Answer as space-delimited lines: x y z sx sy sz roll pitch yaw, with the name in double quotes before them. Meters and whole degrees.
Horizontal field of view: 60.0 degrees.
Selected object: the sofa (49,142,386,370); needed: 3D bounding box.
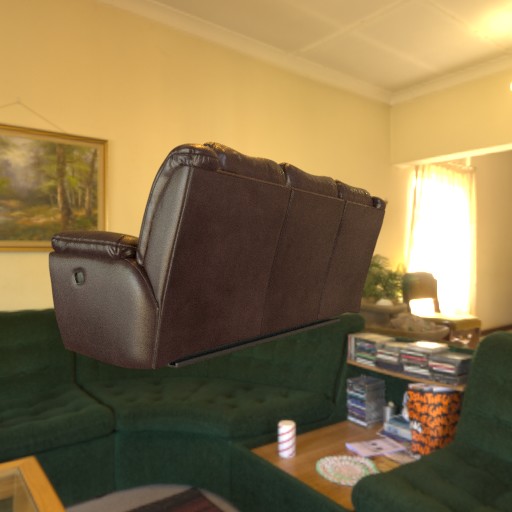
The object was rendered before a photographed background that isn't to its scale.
"sofa" 0.000 0.000 2.891 0.991 1.043 2.337 0 0 35
